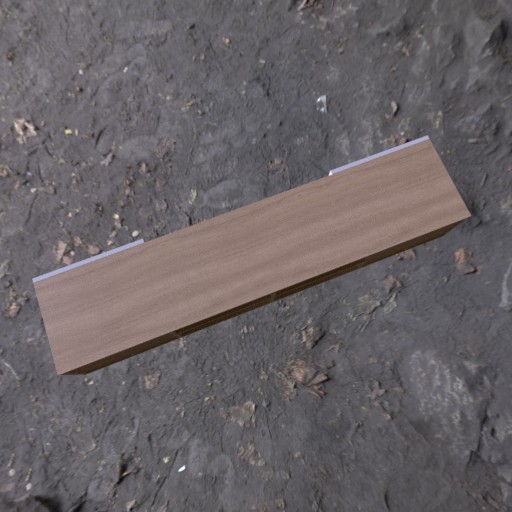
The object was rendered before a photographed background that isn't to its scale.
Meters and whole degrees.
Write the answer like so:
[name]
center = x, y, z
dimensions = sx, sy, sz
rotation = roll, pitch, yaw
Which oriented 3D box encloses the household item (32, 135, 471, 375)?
[household item]
center = 0.000, 0.000, 2.044
dimensions = 1.850, 0.310, 0.420
rotation = -21, 76, -5
